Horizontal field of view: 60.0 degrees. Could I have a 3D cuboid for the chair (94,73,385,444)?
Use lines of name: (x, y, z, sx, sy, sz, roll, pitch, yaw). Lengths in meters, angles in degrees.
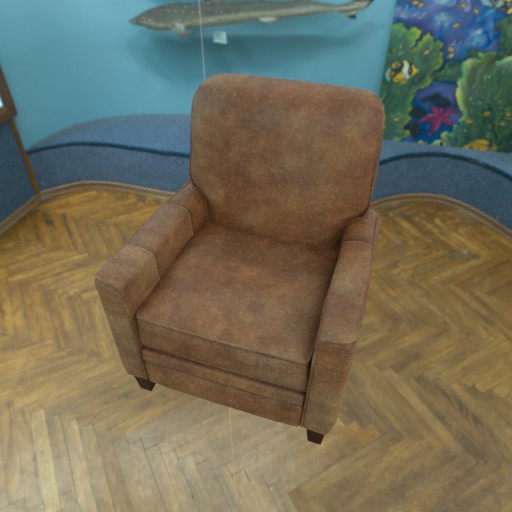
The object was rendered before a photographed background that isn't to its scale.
chair: (0.000, 0.000, 1.648, 0.843, 1.043, 0.836, 12, 42, 14)
